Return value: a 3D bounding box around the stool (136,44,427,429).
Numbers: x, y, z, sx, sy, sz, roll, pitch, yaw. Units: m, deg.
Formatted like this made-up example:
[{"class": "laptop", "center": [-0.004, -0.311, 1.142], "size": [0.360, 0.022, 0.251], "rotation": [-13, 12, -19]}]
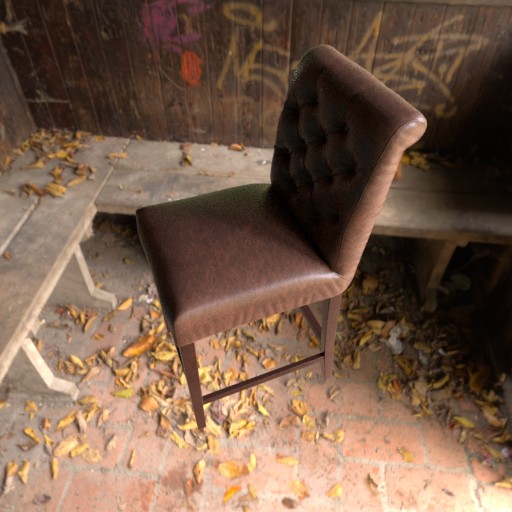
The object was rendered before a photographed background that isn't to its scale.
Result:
[{"class": "stool", "center": [0.000, 0.000, 1.413], "size": [0.660, 1.084, 0.486], "rotation": [-16, 48, -15]}]
